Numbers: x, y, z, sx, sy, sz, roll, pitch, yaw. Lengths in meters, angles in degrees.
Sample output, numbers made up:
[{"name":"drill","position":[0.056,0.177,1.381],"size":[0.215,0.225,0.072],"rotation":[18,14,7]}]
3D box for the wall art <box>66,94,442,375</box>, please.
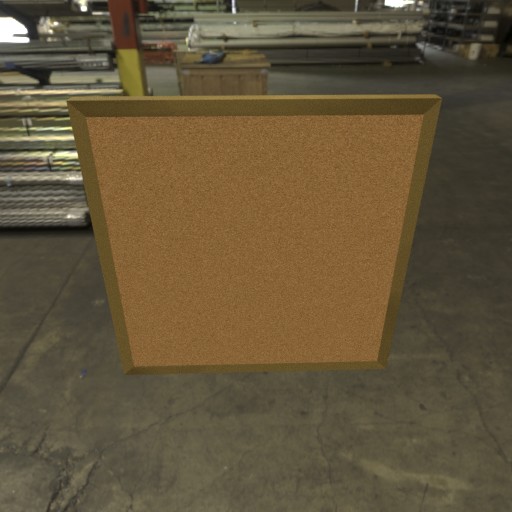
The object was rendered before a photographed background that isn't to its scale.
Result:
[{"name":"wall art","position":[0.000,0.000,1.110],"size":[0.762,0.762,0.038],"rotation":[-1,31,-2]}]
